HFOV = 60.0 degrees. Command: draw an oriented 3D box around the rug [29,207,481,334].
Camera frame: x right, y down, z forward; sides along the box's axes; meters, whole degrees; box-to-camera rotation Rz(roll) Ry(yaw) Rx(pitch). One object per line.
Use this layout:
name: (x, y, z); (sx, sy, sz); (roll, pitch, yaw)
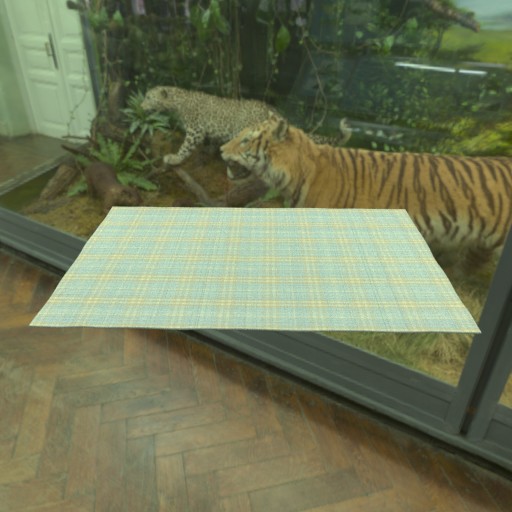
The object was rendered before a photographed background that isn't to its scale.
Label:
rug: (0.000, 0.000, 3.055); (2.460, 0.016, 1.545); (1, 31, 1)
